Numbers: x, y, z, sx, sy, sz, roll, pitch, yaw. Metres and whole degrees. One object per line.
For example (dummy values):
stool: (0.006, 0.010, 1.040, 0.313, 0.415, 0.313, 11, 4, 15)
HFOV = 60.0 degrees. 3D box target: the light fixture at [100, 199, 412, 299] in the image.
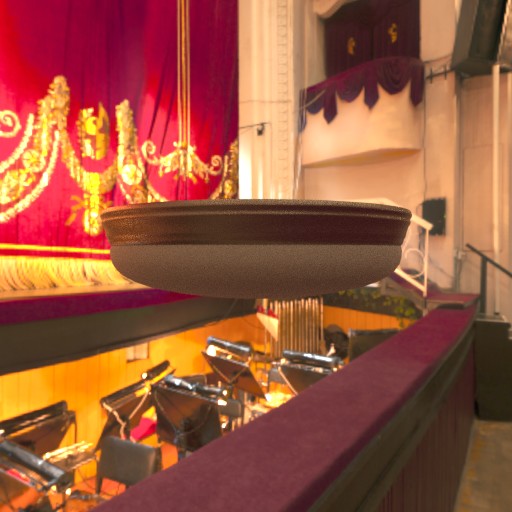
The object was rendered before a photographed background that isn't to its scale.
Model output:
light fixture: (0.000, 0.000, 0.554, 0.368, 0.100, 0.368, 0, 1, 0)
